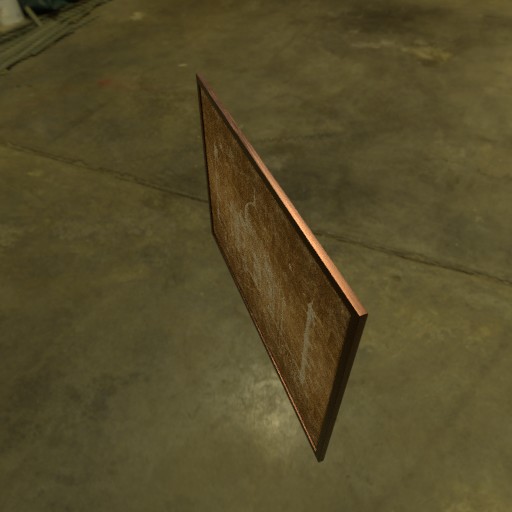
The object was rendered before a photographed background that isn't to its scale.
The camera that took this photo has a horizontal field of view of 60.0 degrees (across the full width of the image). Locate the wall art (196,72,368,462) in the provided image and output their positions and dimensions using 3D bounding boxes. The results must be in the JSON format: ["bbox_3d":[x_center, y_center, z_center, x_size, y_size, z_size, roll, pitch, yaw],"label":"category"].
[{"bbox_3d":[0.000,0.000,1.070,0.014,0.559,0.816,-16,48,-15],"label":"wall art"}]
